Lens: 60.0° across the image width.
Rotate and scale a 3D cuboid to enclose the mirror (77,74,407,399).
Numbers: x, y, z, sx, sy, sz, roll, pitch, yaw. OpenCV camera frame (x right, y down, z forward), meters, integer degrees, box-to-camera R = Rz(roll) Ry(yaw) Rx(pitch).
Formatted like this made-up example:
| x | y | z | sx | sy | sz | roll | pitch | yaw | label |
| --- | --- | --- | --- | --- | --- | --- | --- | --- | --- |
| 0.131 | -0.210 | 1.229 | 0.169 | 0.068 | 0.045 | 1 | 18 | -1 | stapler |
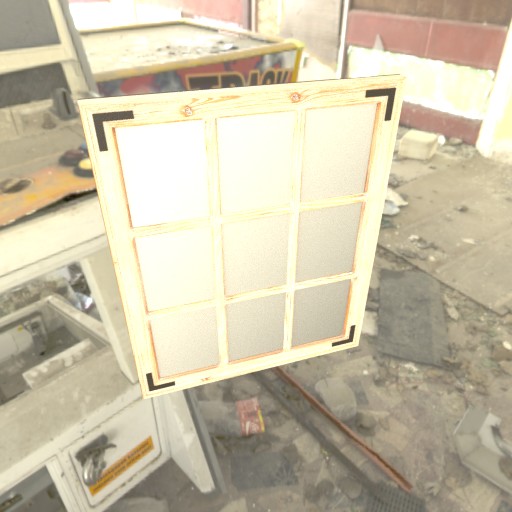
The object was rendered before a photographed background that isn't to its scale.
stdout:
| x | y | z | sx | sy | sz | roll | pitch | yaw | label |
| --- | --- | --- | --- | --- | --- | --- | --- | --- | --- |
| 0.000 | 0.000 | 1.204 | 0.730 | 0.882 | 0.032 | -10 | 36 | -15 | mirror |
